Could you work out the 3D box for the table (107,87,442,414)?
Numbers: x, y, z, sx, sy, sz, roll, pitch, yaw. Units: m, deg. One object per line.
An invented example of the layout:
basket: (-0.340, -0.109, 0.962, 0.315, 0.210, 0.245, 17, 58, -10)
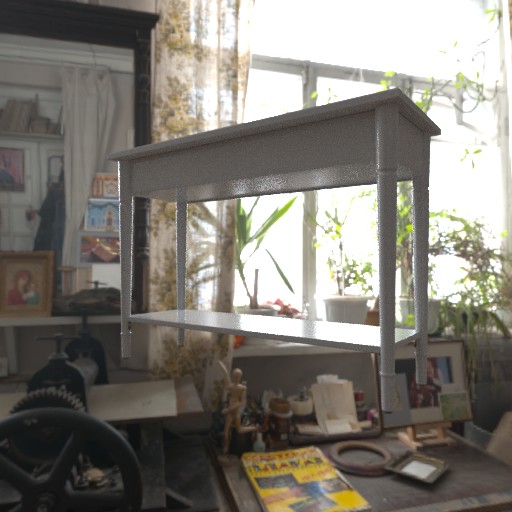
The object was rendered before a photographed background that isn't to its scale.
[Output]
table: (0.000, 0.000, 1.454, 1.067, 0.749, 0.381, 0, -1, 36)
